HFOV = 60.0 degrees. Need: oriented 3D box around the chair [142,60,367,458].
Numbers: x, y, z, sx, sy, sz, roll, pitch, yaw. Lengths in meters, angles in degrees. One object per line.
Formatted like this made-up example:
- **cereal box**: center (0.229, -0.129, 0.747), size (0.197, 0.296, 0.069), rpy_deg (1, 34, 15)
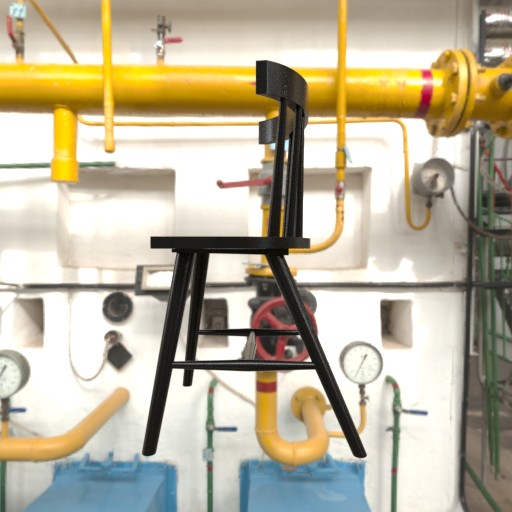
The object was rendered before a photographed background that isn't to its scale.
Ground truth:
- **chair**: center (0.000, 0.000, 1.183), size (0.483, 0.844, 0.506), rpy_deg (0, 1, 1)
